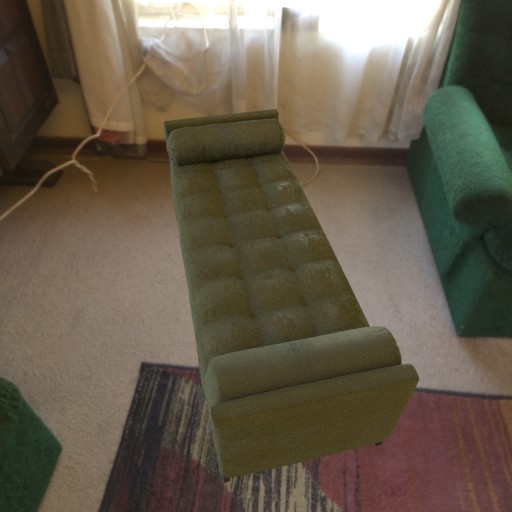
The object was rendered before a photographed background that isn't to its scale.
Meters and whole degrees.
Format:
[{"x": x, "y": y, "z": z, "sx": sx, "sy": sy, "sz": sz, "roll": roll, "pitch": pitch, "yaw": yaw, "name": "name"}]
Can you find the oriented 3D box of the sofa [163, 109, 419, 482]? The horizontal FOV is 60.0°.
[{"x": 0.000, "y": 0.000, "z": 2.492, "sx": 0.817, "sy": 0.681, "sz": 2.130, "roll": -9, "pitch": 47, "yaw": -9, "name": "sofa"}]
